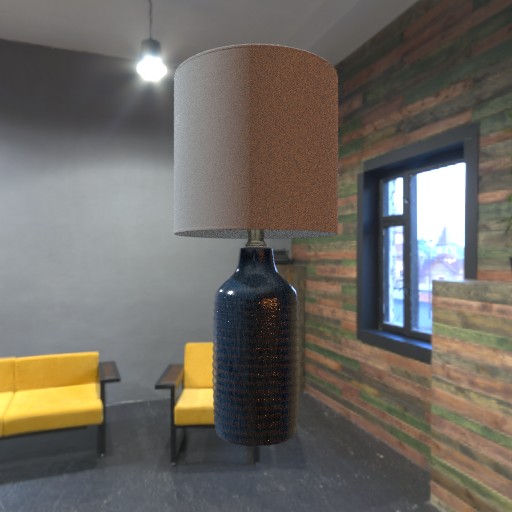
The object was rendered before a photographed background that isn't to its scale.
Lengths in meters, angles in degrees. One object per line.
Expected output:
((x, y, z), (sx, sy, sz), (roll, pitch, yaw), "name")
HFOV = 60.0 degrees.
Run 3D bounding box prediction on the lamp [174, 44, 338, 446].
((0.000, 0.000, 0.606), (0.220, 0.475, 0.220), (0, 0, -18), "lamp")
